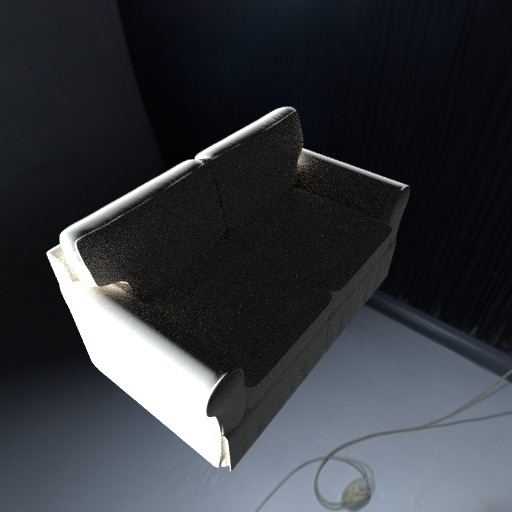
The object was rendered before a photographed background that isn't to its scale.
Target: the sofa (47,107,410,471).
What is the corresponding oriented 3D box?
[{"bbox_3d":[0.000,0.000,2.338,0.991,0.940,1.727,27,49,27],"label":"sofa"}]
